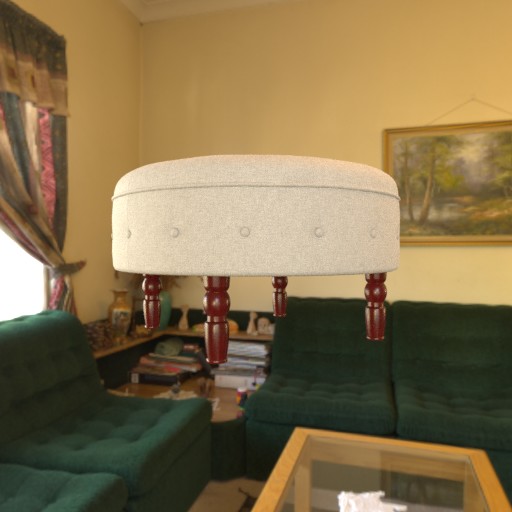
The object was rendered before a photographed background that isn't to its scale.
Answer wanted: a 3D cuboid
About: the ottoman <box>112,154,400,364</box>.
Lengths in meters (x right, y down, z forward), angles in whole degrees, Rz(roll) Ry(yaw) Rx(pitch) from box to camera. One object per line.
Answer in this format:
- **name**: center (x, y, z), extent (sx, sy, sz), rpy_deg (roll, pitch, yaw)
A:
- **ottoman**: center (0.000, 0.000, 1.373), extent (0.849, 0.478, 0.849), rpy_deg (0, 1, 0)
